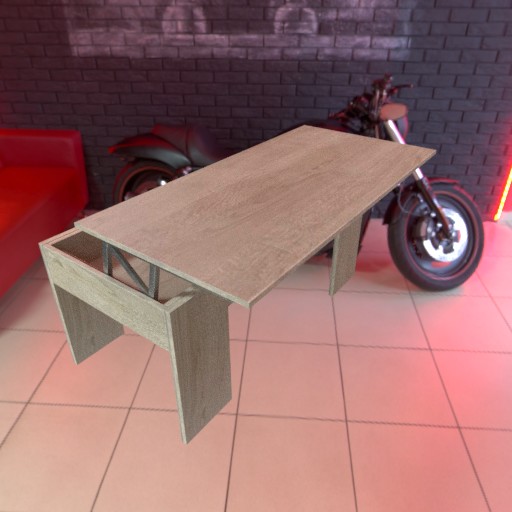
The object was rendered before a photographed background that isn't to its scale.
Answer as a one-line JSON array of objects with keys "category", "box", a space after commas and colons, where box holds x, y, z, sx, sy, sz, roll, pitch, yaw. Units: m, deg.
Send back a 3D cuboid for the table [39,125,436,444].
[{"category": "table", "box": [0.000, 0.000, 1.418, 0.711, 0.570, 1.000, 21, 37, 30]}]
